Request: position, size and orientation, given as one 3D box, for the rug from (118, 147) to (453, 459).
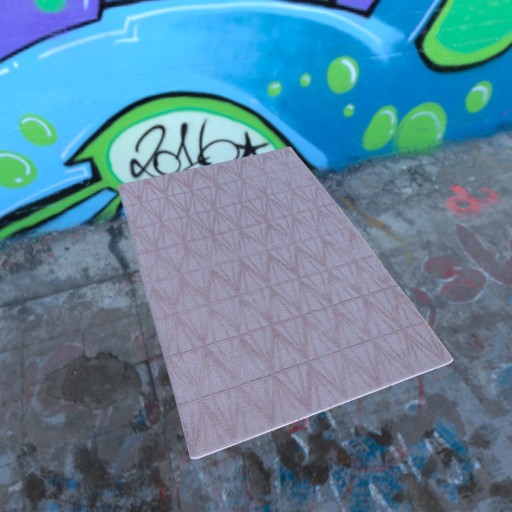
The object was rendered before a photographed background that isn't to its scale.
[{"bbox_3d":[0.000,0.000,2.427,1.230,0.025,1.837,-15,48,-14],"label":"rug"}]
